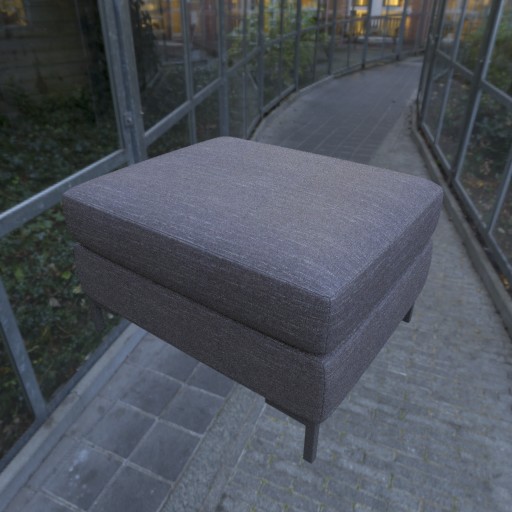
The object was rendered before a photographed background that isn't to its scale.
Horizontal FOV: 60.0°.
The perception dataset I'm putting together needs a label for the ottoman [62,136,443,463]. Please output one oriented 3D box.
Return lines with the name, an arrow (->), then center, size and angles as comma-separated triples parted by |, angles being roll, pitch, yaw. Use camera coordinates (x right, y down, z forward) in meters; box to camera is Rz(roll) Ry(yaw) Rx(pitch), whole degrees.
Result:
ottoman -> 0.000, 0.000, 1.255 | 0.820, 0.490, 0.671 | 20, 36, 31
